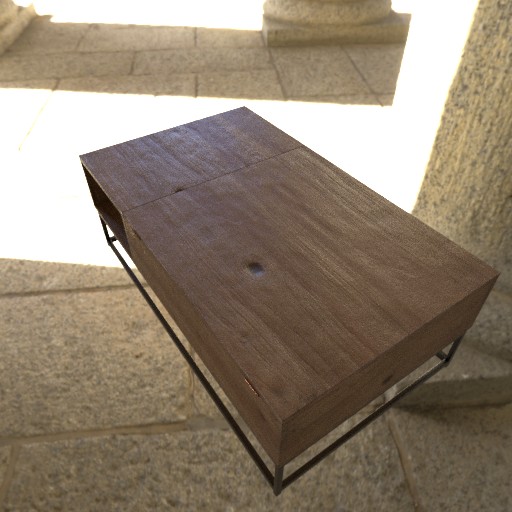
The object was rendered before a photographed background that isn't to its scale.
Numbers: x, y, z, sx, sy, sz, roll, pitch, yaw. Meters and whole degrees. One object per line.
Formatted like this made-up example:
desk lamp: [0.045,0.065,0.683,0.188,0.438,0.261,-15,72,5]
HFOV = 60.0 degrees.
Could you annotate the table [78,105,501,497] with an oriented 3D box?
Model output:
table: [0.000,0.000,1.381,0.655,0.395,1.101,-25,49,-24]
